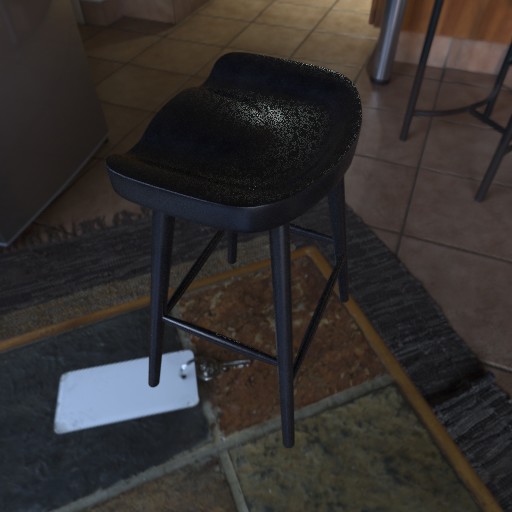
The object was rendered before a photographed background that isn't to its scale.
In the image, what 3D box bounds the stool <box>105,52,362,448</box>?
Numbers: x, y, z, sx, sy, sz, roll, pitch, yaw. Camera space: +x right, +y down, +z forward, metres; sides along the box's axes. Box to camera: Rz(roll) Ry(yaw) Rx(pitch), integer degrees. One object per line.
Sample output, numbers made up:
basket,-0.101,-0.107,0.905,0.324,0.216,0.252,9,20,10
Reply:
stool,0.000,0.000,0.886,0.361,0.615,0.440,18,50,16
